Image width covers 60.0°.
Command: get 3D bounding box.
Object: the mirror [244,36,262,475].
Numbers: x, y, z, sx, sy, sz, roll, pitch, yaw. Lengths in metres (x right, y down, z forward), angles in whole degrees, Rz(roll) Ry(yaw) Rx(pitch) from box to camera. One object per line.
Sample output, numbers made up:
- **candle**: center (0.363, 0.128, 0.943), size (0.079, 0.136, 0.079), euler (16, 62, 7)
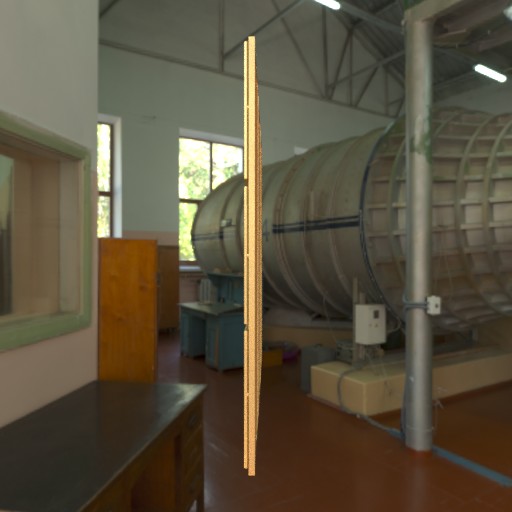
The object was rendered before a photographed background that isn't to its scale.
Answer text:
- **mirror**: center (0.000, 0.000, 1.441), size (0.023, 0.926, 1.011), euler (0, 0, 2)
